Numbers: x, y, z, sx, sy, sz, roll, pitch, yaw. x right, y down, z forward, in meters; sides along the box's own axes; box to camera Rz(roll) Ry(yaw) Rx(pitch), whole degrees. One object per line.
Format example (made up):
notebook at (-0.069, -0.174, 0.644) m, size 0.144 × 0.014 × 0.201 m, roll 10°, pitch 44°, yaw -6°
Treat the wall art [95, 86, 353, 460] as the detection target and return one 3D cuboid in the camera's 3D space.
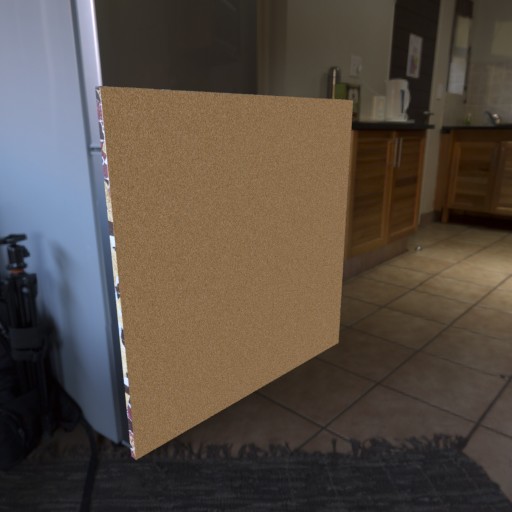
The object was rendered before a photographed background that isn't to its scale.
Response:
wall art at (0.000, 0.000, 0.595) m, size 0.404 × 0.406 × 0.010 m, roll -16°, pitch 23°, yaw -42°
